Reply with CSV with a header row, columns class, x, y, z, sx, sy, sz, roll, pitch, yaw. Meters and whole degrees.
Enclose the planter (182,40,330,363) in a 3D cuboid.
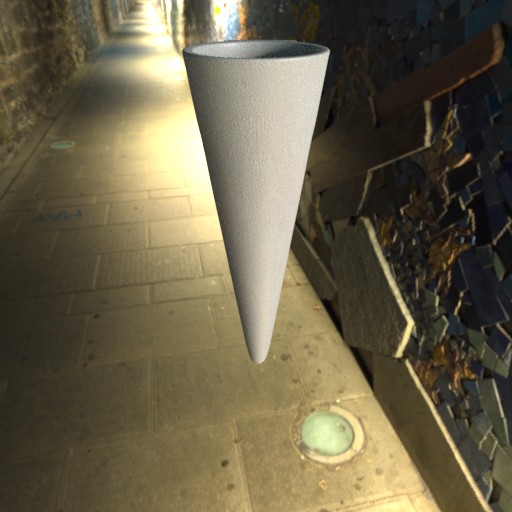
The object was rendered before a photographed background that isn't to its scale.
class,x,y,z,sx,sy,sz,roll,pitch,yaw
planter,0.000,0.000,0.224,0.057,0.191,0.064,2,31,3
